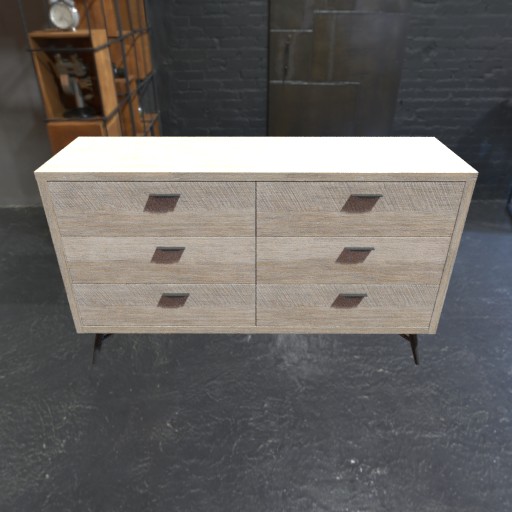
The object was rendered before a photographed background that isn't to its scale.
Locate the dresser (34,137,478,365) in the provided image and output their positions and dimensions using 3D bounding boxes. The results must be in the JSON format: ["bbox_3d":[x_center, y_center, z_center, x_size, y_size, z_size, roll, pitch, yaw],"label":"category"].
[{"bbox_3d":[0.000,0.000,1.933,1.524,0.914,0.457,0,30,0],"label":"dresser"}]
